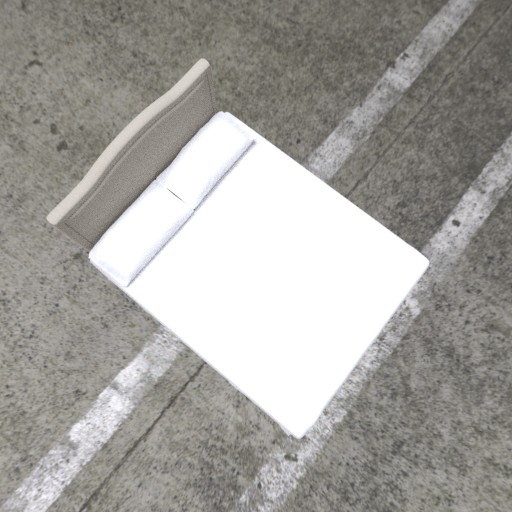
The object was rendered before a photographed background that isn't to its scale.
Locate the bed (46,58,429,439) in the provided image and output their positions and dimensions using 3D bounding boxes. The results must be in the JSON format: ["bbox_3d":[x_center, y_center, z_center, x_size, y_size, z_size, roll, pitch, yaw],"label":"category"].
[{"bbox_3d":[0.000,0.000,3.708,2.477,1.437,1.977,38,79,9],"label":"bed"}]
